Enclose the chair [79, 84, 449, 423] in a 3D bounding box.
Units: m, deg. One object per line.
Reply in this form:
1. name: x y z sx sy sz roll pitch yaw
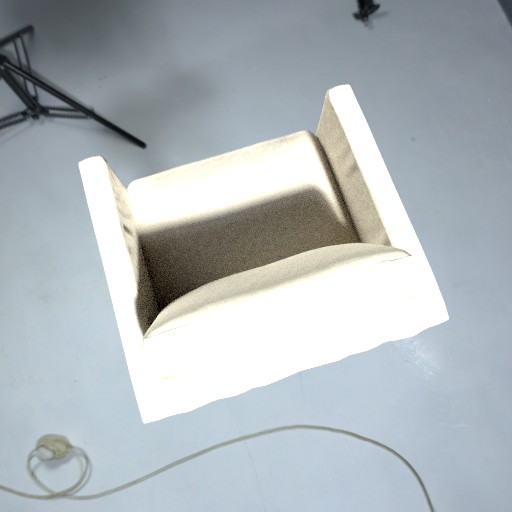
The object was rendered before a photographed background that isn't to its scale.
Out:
1. chair: 0.000 0.000 1.738 1.057 0.867 0.949 -18 76 -5
